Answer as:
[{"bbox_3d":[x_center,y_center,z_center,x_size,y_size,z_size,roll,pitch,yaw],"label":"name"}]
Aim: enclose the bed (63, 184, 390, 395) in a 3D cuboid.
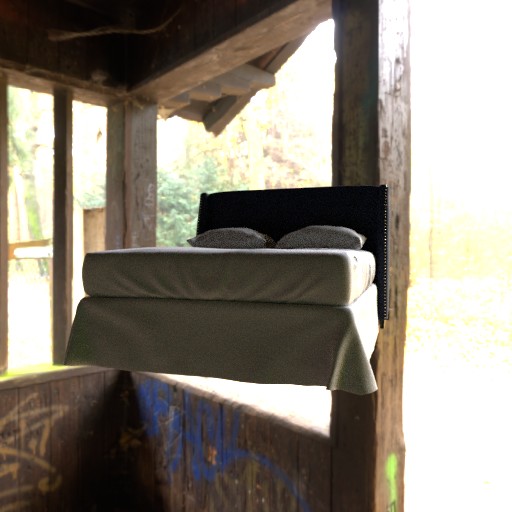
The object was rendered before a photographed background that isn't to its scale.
[{"bbox_3d":[0.000,0.000,3.421,1.925,1.332,2.276,0,1,18],"label":"bed"}]
